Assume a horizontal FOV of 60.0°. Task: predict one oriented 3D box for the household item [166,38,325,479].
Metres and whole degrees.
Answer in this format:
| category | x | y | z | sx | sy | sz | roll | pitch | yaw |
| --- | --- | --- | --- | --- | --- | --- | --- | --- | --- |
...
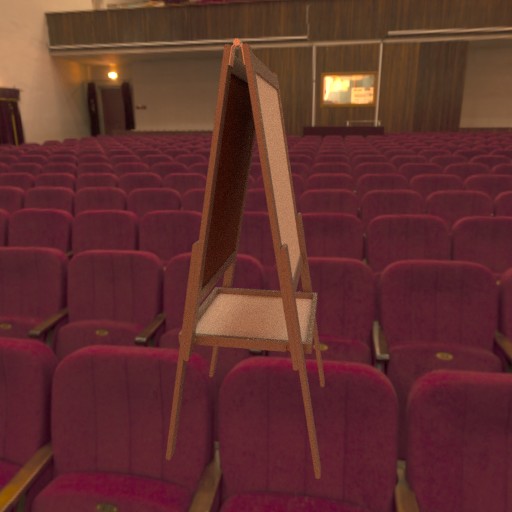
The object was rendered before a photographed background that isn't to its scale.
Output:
| category | x | y | z | sx | sy | sz | roll | pitch | yaw |
| --- | --- | --- | --- | --- | --- | --- | --- | --- | --- |
| household item | 0.000 | 0.000 | 1.417 | 0.469 | 1.172 | 0.531 | 3 | 15 | 9 |
